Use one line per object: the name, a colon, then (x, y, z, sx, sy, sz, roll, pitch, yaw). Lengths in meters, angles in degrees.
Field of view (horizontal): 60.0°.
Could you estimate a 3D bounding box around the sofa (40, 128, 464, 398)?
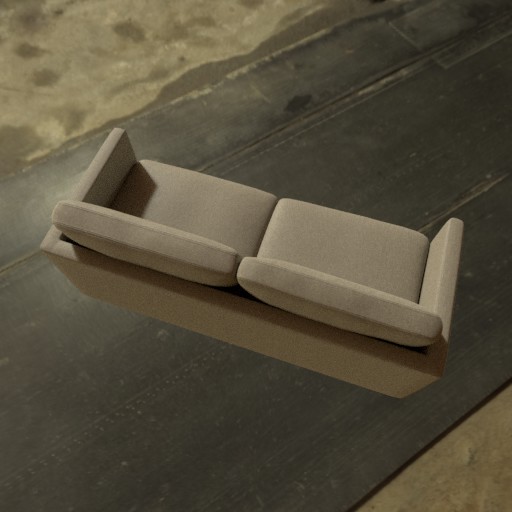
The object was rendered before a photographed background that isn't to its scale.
sofa: (0.000, 0.000, 2.687, 2.208, 0.963, 0.956, 17, 65, 8)
